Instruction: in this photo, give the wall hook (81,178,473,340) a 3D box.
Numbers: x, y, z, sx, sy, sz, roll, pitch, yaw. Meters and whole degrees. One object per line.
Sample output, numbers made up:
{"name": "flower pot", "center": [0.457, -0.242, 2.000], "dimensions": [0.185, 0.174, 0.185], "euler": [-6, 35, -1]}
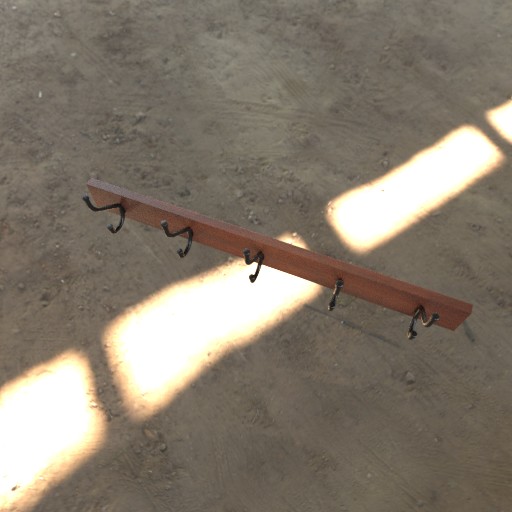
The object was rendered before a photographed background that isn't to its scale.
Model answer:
{"name": "wall hook", "center": [0.000, 0.000, 0.608], "dimensions": [0.571, 0.117, 0.071], "euler": [19, 61, 11]}
